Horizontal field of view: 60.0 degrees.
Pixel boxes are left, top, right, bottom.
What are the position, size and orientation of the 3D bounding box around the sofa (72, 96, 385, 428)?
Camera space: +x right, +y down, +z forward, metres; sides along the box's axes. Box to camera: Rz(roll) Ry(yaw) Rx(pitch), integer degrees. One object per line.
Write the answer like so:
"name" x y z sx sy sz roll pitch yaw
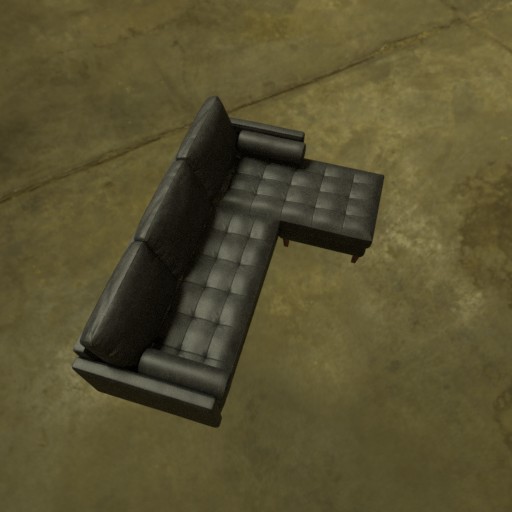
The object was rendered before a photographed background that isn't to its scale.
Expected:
"sofa" 0.000 0.000 3.009 1.497 0.876 2.178 14 59 8
